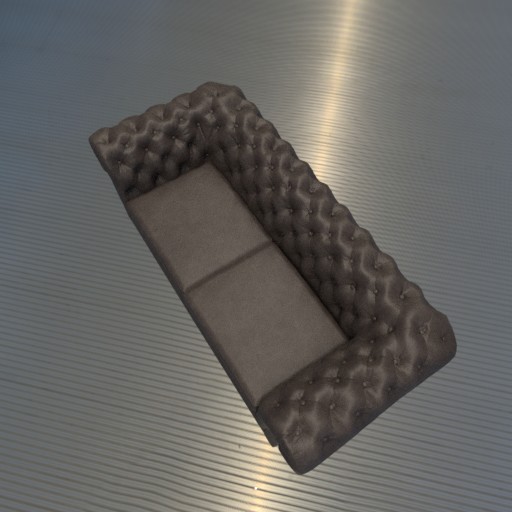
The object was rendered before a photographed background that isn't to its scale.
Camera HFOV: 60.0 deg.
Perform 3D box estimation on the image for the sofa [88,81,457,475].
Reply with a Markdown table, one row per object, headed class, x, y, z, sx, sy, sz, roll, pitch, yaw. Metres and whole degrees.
| class | x | y | z | sx | sy | sz | roll | pitch | yaw |
| --- | --- | --- | --- | --- | --- | --- | --- | --- | --- |
| sofa | 0.000 | 0.000 | 2.464 | 0.944 | 0.779 | 2.048 | -30 | 66 | -15 |
